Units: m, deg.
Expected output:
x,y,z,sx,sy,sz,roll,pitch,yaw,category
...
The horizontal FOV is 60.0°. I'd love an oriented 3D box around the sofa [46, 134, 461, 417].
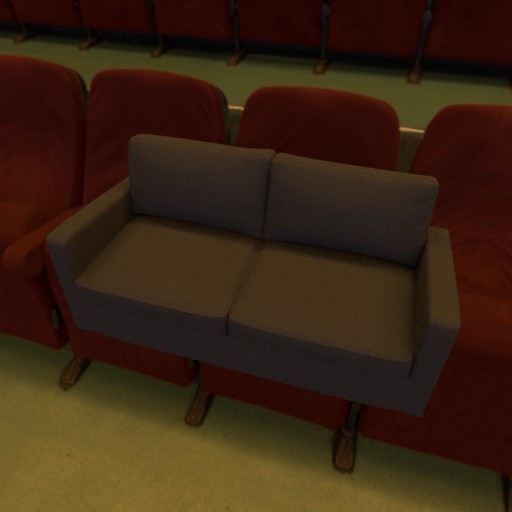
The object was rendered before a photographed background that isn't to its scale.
x,y,z,sx,sy,sz,roll,pitch,yaw,category
0.000,0.000,2.272,1.852,0.839,0.898,11,42,13,sofa
